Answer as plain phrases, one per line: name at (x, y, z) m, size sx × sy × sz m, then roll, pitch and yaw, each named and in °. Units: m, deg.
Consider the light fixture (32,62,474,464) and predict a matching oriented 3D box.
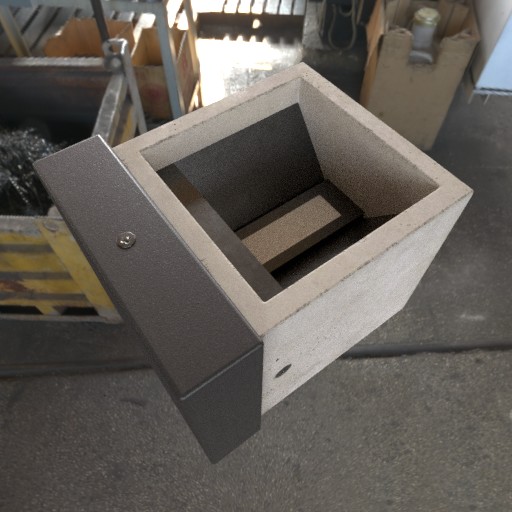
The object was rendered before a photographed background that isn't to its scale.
light fixture at (0.000, 0.000, 0.229) m, size 0.143 × 0.121 × 0.121 m, roll -31°, pitch 62°, yaw -19°
